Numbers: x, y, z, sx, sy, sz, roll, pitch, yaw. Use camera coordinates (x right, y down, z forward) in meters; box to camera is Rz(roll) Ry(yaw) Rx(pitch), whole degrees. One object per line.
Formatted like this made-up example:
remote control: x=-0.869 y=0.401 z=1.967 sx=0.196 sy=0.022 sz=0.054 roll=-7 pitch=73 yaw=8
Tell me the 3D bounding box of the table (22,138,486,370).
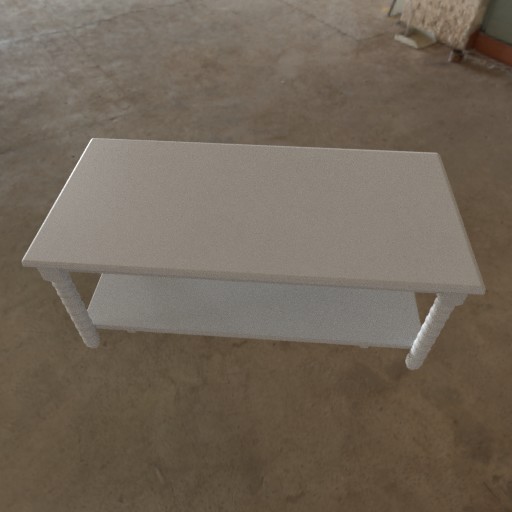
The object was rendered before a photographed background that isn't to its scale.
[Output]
table: x=0.000 y=0.000 z=1.475 sx=1.171 sy=0.487 sz=0.580 roll=3 pitch=48 yaw=3
